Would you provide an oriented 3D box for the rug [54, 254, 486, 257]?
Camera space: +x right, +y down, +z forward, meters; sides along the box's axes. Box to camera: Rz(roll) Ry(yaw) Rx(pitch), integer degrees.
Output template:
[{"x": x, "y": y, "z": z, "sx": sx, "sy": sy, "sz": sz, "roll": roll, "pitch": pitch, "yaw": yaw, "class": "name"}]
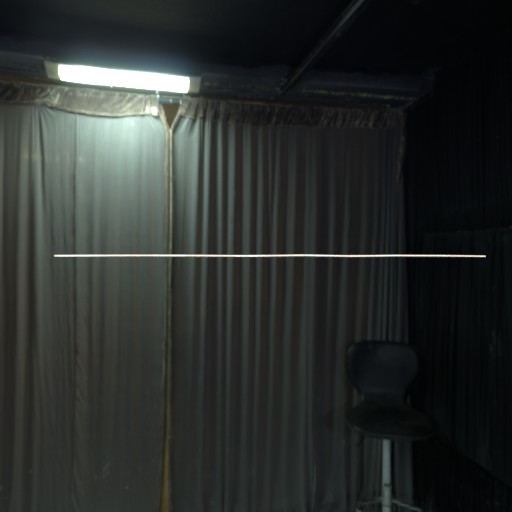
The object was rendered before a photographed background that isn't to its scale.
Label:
[{"x": 0.000, "y": 0.000, "z": 2.782, "sx": 2.135, "sy": 0.013, "sz": 1.524, "roll": 0, "pitch": 0, "yaw": -16, "class": "rug"}]
